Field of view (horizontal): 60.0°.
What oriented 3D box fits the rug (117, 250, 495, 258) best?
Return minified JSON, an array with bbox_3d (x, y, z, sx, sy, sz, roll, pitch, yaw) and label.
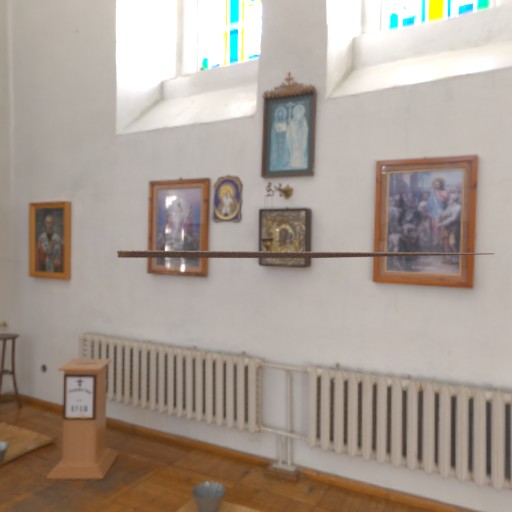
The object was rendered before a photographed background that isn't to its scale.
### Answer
[{"bbox_3d":[0.000,0.000,4.094,2.442,0.008,3.046,0,-1,-17],"label":"rug"}]
